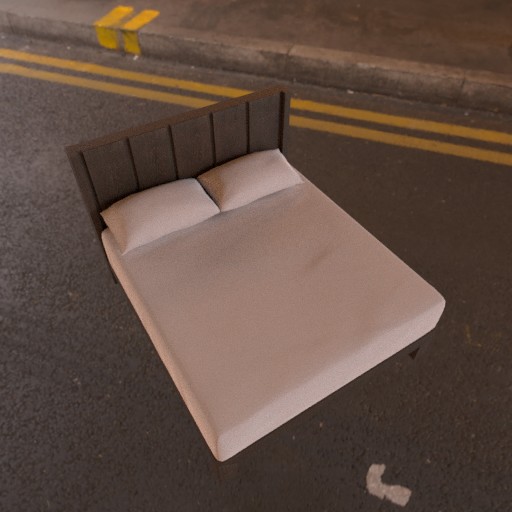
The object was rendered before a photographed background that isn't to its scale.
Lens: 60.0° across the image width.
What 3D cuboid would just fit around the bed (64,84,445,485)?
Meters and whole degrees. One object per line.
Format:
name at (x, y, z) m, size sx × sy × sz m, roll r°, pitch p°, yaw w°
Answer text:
bed at (0.000, 0.000, 3.104) m, size 1.735 × 1.261 × 1.992 m, roll -24°, pitch 51°, yaw -21°
